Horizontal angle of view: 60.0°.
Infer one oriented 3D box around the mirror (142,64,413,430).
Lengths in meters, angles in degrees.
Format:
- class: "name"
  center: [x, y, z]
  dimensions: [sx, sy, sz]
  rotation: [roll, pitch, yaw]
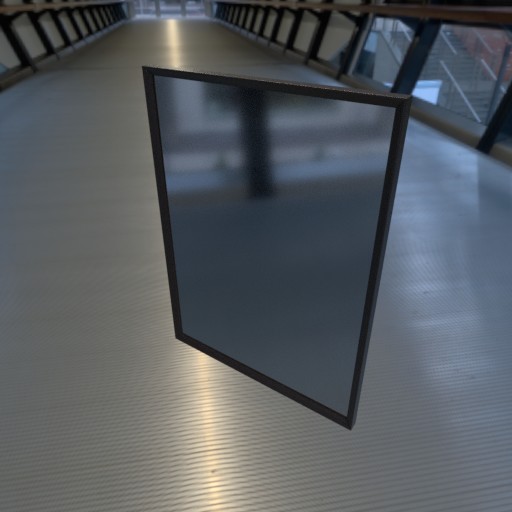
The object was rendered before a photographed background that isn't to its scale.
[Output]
- class: "mirror"
  center: [0.000, 0.000, 1.346]
  dimensions: [0.762, 1.016, 0.041]
  rotation: [20, 36, 29]
